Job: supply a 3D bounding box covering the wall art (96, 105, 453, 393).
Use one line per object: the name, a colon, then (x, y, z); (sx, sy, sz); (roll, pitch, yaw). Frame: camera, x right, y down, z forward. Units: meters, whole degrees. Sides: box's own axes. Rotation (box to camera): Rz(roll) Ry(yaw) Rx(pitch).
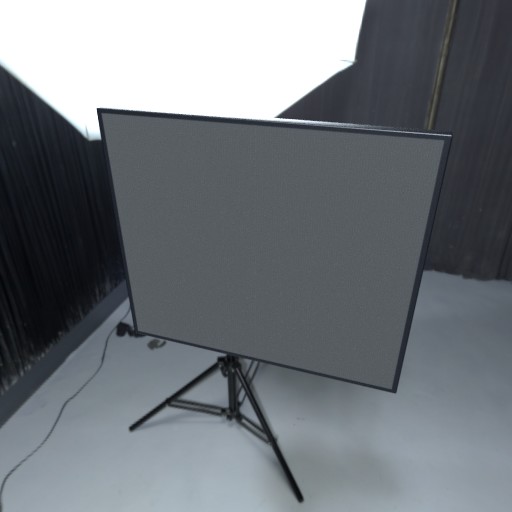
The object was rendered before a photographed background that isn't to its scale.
wall art: (0.000, 0.000, 0.740); (0.521, 0.450, 0.018); (9, 31, 16)
